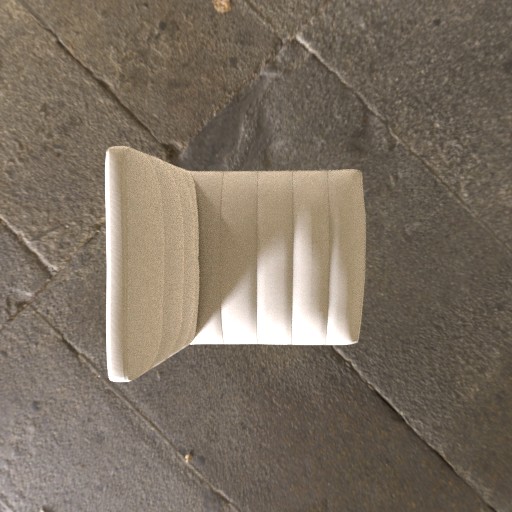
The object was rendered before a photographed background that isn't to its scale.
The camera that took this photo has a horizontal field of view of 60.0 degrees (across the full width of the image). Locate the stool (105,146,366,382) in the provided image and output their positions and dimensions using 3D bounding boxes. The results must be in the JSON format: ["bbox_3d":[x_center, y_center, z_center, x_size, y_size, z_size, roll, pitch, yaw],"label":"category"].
[{"bbox_3d":[0.000,0.000,1.340,0.573,1.061,0.464,0,92,0],"label":"stool"}]
